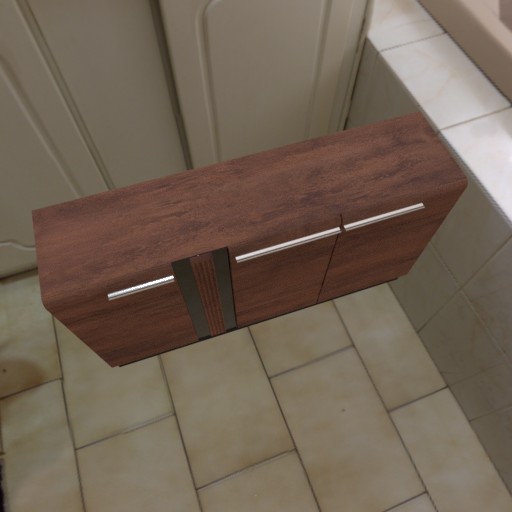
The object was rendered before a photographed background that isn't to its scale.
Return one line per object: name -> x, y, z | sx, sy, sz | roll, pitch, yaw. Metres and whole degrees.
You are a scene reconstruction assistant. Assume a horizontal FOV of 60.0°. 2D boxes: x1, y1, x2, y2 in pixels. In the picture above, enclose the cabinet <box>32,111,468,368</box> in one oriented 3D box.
cabinet -> 0.000, 0.000, 2.051 | 1.600, 0.900, 0.420 | -16, 63, -9
